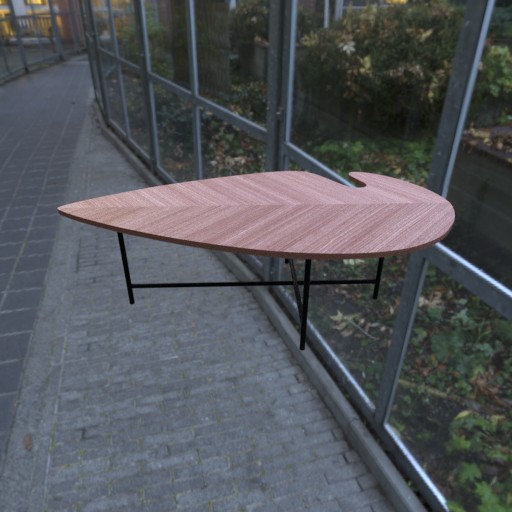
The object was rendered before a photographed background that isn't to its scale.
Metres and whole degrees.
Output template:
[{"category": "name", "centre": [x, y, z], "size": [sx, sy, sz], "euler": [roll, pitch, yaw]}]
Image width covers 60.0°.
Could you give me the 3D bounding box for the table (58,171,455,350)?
[{"category": "table", "centre": [0.000, 0.000, 1.446], "size": [1.199, 0.360, 0.598], "euler": [-1, 31, -2]}]
